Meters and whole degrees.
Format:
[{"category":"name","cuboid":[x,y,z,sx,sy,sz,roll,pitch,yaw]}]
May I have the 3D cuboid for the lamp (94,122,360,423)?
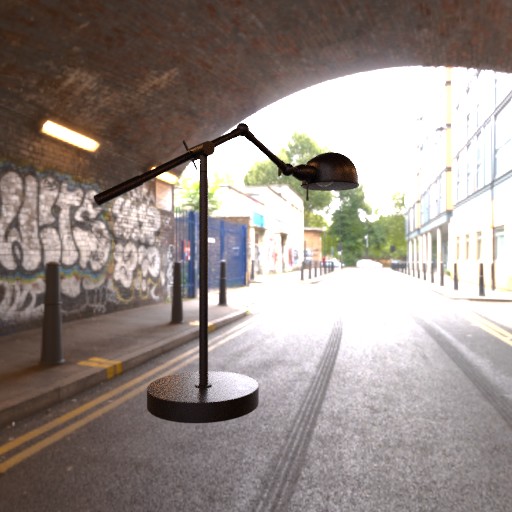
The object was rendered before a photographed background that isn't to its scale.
[{"category":"lamp","cuboid":[0.000,0.000,0.811,0.567,0.495,0.185,0,0,-36]}]
